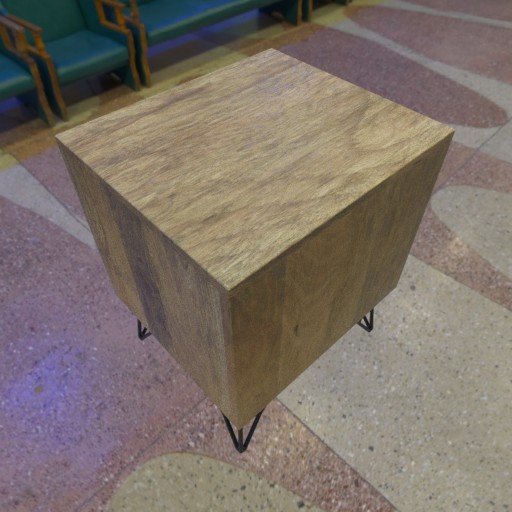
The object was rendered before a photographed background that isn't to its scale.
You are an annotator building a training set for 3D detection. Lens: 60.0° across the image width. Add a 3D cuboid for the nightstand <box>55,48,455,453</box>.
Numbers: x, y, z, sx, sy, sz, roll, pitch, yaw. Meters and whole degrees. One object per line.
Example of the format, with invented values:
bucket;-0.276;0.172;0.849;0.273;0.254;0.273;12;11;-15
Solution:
nightstand;0.000;0.000;0.877;0.457;0.559;0.406;-35;56;-27
